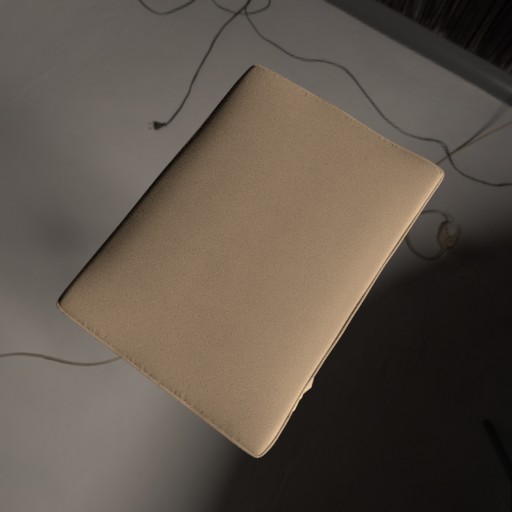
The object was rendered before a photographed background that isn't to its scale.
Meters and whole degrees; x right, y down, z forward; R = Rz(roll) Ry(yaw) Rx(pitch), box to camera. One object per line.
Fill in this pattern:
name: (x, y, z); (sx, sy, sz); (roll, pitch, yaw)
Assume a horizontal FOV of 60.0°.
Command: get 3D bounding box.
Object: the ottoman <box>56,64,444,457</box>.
ottoman: (0.000, 0.000, 1.349); (0.721, 0.482, 0.959); (34, 77, 9)
